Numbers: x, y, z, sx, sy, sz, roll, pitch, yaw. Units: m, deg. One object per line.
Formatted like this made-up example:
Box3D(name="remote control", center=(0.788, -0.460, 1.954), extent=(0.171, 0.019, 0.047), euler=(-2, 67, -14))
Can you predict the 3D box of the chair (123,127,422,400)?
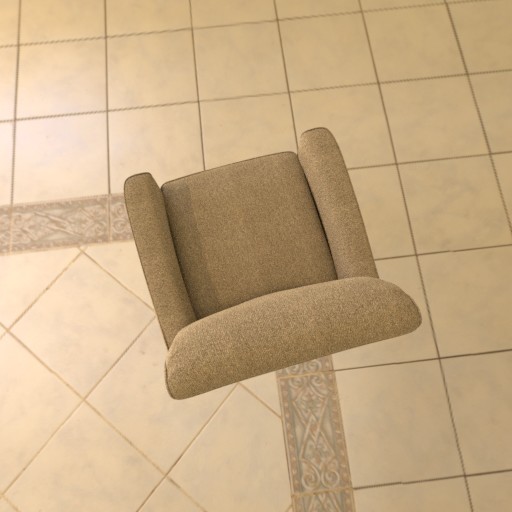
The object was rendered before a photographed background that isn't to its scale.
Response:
Box3D(name="chair", center=(0.000, 0.000, 1.677), extent=(0.841, 1.028, 0.858), euler=(-16, 75, -4))
